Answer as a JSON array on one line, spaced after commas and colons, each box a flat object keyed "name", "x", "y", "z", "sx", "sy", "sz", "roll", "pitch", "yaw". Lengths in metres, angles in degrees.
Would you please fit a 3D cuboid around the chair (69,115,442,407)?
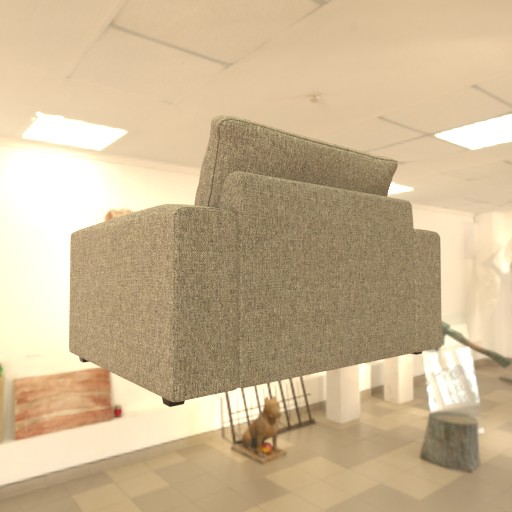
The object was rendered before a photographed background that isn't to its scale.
[{"name": "chair", "x": 0.000, "y": 0.000, "z": 2.045, "sx": 1.398, "sy": 0.915, "sz": 1.039, "roll": 1, "pitch": -2, "yaw": -38}]
